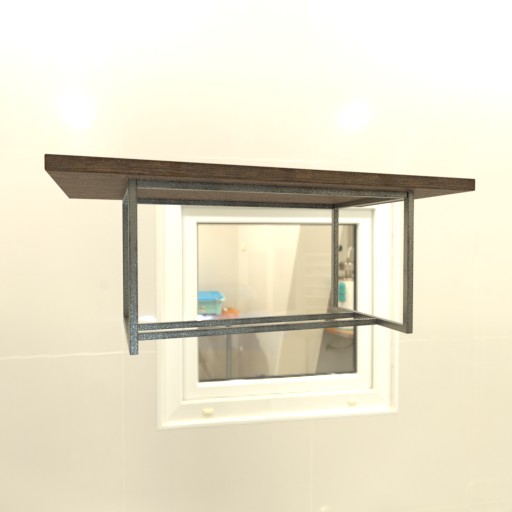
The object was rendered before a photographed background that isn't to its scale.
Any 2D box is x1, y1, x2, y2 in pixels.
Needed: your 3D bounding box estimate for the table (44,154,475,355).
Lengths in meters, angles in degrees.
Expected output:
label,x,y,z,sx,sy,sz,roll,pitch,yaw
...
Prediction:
label,x,y,z,sx,sy,sz,roll,pitch,yaw
table,0.000,0.000,2.452,1.989,0.795,1.078,-1,2,-18
